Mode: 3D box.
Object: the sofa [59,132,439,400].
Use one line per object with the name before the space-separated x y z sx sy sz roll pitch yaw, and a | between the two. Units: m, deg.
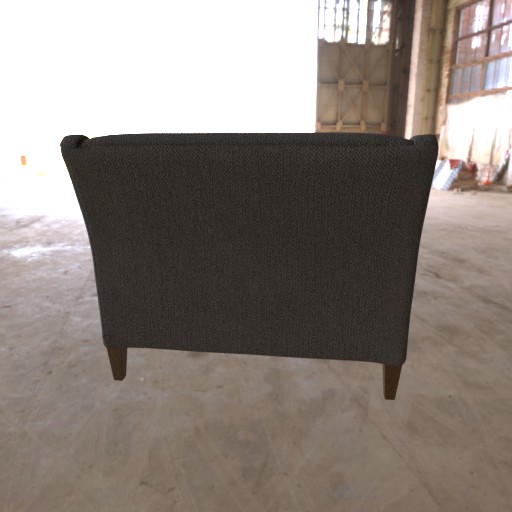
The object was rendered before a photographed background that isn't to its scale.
sofa | 0.000 0.000 1.922 1.242 1.022 0.873 2 15 7
